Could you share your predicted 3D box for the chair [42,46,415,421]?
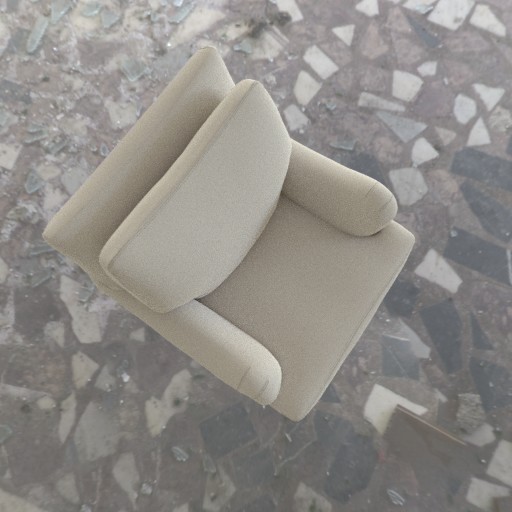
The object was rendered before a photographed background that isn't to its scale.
[{"bbox_3d":[0.000,0.000,1.846,1.070,1.038,0.955,34,78,8],"label":"chair"}]
